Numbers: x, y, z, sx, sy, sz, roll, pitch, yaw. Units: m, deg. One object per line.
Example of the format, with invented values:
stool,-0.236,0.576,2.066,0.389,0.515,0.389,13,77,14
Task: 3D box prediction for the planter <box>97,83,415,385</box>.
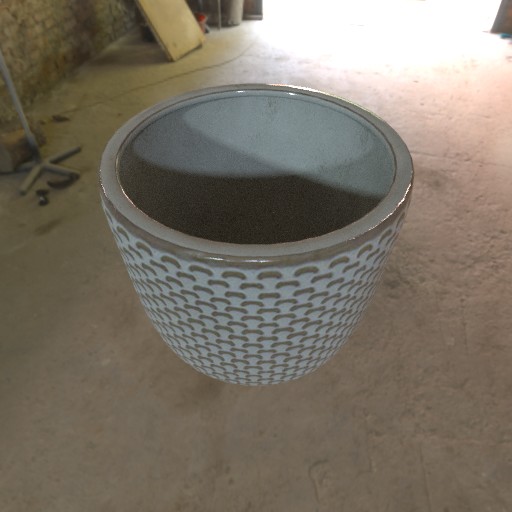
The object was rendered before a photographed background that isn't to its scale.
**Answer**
planter,0.000,0.000,0.346,0.197,0.191,0.197,0,45,0
